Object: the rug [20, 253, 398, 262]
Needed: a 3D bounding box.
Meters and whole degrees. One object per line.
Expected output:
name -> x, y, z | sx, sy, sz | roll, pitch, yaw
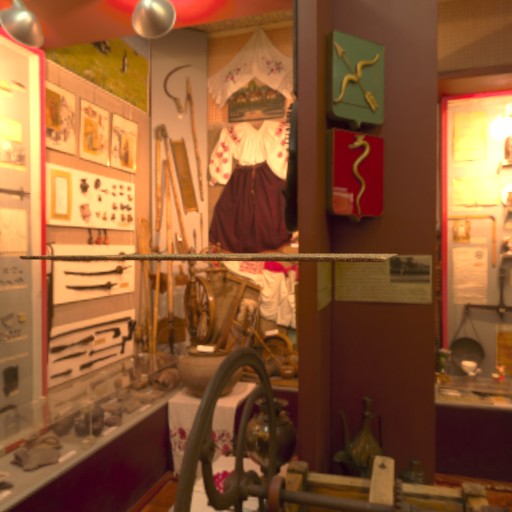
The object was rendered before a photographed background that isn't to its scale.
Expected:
rug -> 0.000, 0.000, 4.028 | 2.399, 0.026, 3.000 | 0, 1, 19
